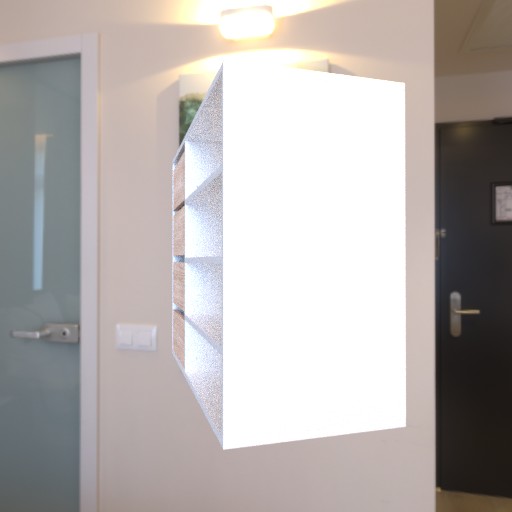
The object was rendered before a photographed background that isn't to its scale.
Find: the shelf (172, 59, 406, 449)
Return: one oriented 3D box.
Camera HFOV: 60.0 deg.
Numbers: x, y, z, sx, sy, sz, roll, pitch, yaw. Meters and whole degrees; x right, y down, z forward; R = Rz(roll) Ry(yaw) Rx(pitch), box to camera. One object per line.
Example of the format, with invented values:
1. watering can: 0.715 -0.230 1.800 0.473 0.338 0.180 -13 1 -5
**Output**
1. shelf: 0.000 0.000 1.315 0.396 0.732 0.895 0 -1 -17
